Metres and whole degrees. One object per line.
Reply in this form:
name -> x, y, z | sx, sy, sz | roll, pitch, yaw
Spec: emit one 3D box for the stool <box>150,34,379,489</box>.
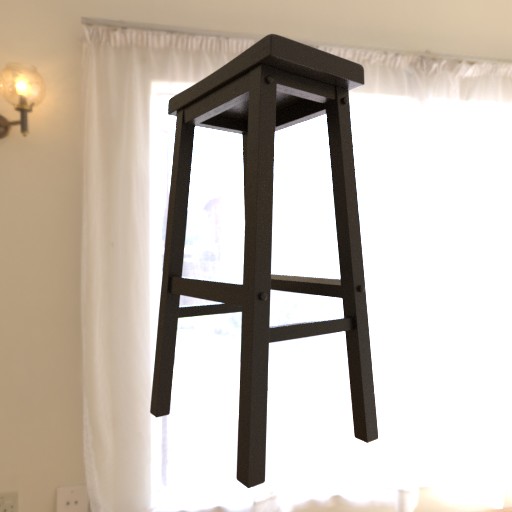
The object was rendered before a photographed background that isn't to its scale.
stool -> 0.000, 0.000, 0.964 | 0.322, 0.742, 0.406 | -1, 1, -36
